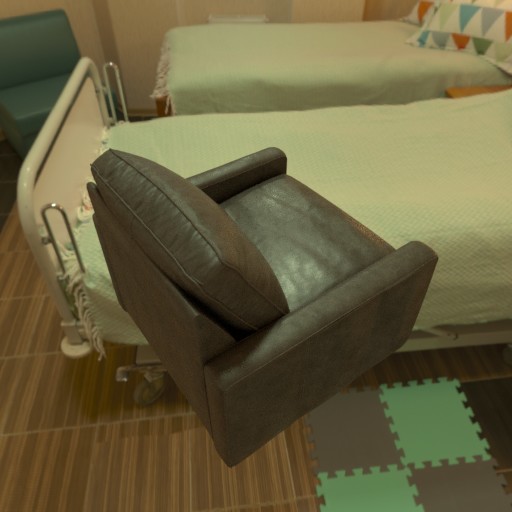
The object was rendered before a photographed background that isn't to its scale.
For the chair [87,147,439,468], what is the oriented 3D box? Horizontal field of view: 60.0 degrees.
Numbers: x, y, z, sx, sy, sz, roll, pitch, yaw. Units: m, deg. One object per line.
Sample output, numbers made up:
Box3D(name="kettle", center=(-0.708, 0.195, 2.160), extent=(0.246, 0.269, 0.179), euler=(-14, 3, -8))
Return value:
Box3D(name="chair", center=(0.000, 0.000, 1.757), extent=(0.939, 0.916, 1.006), euler=(-26, 49, -26))
